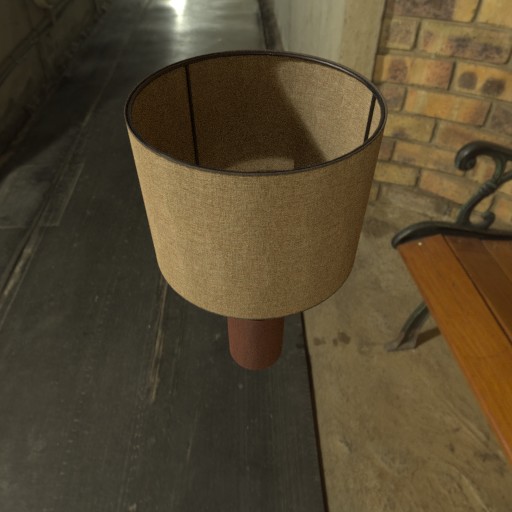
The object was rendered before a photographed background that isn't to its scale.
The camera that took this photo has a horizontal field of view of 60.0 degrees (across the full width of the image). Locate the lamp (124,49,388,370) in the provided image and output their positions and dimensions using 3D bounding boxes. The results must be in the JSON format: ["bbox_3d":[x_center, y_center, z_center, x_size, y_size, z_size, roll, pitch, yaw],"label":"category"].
[{"bbox_3d":[0.000,0.000,0.471,0.202,0.350,0.202,0,45,0],"label":"lamp"}]
